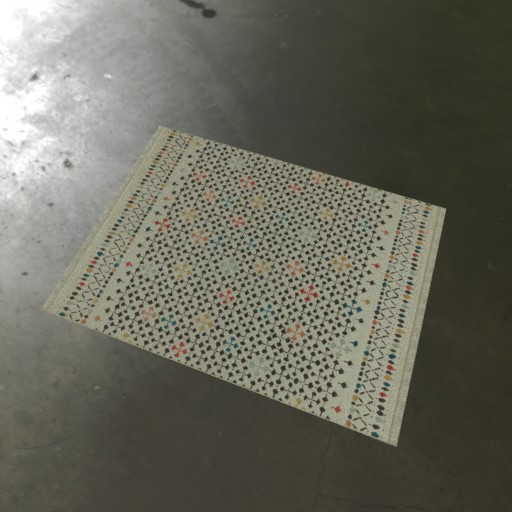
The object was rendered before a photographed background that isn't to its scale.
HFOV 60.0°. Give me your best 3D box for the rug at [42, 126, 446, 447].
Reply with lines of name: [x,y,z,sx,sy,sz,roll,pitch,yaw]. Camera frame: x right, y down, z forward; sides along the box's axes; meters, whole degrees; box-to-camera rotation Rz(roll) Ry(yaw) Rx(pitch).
rug: [0.000,0.000,4.197,3.196,0.007,2.354,18,63,10]
